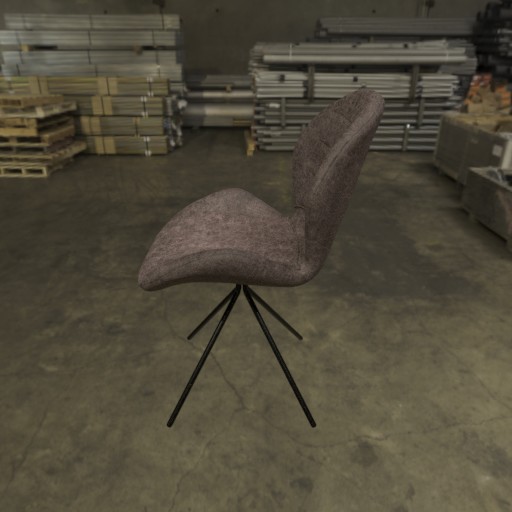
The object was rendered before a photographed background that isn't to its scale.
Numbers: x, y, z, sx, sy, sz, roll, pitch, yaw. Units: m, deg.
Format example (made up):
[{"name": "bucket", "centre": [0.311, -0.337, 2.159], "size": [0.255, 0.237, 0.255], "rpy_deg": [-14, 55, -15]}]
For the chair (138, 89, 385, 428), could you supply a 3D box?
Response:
[{"name": "chair", "centre": [0.000, 0.000, 1.326], "size": [0.640, 0.934, 0.527], "rpy_deg": [0, 26, 0]}]
